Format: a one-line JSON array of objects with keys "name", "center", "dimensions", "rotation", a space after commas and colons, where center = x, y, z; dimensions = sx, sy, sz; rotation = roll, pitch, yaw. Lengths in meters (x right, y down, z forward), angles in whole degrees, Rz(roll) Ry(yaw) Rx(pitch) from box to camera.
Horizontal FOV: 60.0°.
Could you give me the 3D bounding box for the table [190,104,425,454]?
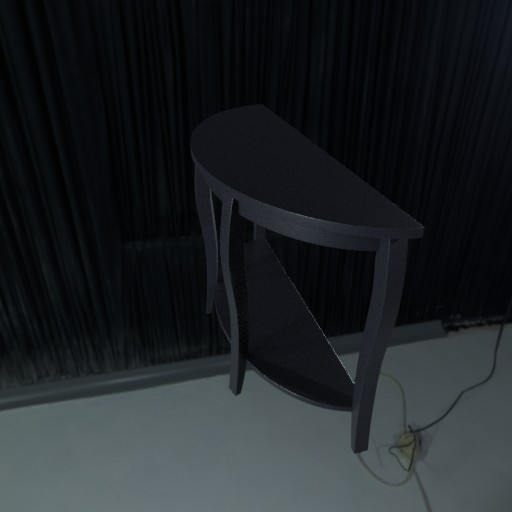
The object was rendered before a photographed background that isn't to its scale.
[{"name": "table", "center": [0.000, 0.000, 1.585], "dimensions": [0.394, 0.780, 1.219], "rotation": [-8, 32, -13]}]
